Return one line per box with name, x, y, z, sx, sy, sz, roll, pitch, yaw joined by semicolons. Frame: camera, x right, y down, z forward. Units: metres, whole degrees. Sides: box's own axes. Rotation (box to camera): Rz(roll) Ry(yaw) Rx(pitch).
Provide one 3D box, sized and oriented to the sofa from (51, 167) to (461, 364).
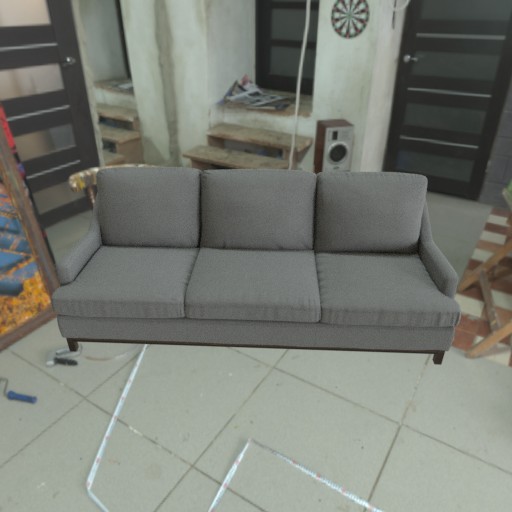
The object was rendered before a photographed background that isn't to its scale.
sofa;0.000;0.000;2.867;2.344;0.926;0.987;1;31;2
